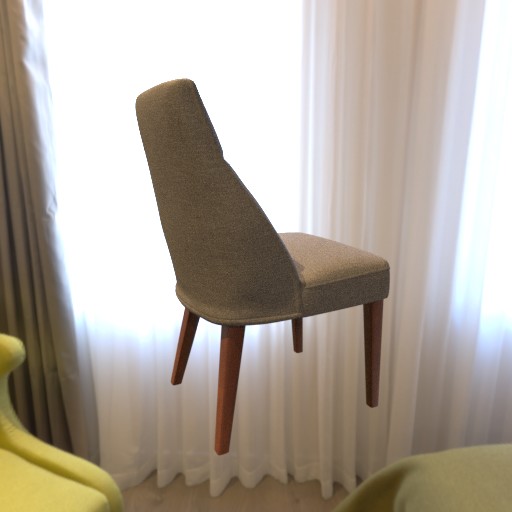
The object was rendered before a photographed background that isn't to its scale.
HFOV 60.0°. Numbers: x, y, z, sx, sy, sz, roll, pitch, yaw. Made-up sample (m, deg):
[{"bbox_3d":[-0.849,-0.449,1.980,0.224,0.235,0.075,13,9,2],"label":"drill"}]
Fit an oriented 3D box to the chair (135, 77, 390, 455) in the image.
[{"bbox_3d":[0.000,0.000,1.320,0.620,0.930,0.500,-7,15,-27],"label":"chair"}]
